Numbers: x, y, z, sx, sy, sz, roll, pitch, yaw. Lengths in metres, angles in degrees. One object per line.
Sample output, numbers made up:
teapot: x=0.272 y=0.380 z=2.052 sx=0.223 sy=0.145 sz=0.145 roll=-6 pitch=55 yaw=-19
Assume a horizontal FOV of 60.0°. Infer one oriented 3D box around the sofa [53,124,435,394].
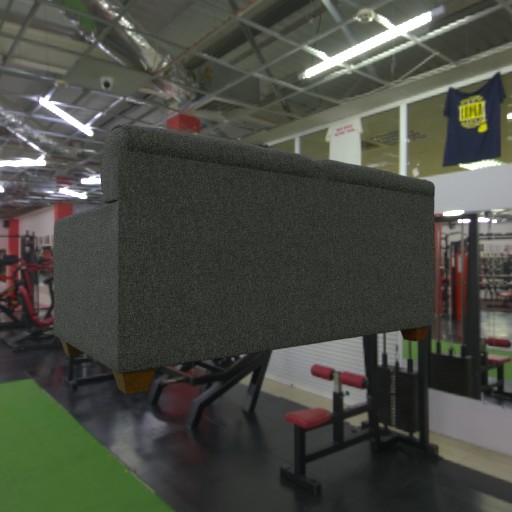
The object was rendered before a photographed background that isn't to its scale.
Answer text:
sofa: x=0.000 y=0.000 z=2.370 sx=1.846 sy=0.958 sz=0.998 roll=0 pitch=-1 yaw=-36
